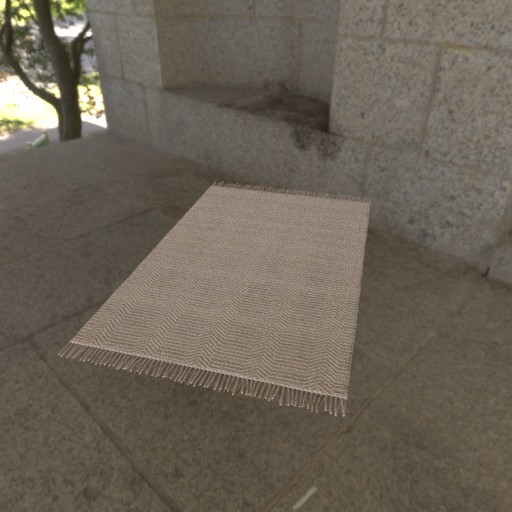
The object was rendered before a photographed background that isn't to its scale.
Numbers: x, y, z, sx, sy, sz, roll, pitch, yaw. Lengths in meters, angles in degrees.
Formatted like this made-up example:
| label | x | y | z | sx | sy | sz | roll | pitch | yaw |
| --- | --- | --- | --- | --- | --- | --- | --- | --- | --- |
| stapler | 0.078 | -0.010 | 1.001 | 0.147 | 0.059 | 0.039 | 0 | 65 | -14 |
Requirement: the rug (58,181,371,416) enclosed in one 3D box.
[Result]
| label | x | y | z | sx | sy | sz | roll | pitch | yaw |
| --- | --- | --- | --- | --- | --- | --- | --- | --- | --- |
| rug | 0.000 | 0.000 | 3.227 | 1.528 | 0.034 | 2.523 | 8 | 33 | 13 |
